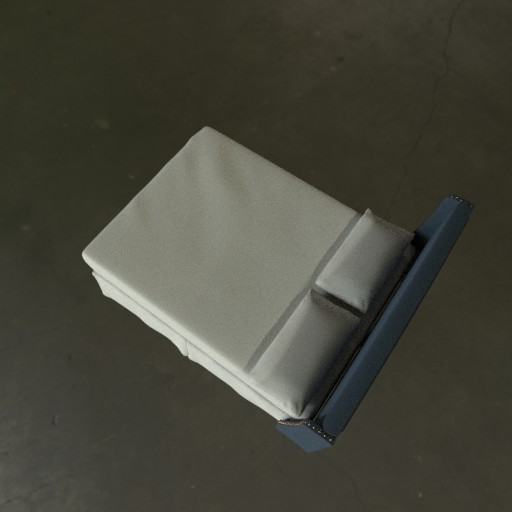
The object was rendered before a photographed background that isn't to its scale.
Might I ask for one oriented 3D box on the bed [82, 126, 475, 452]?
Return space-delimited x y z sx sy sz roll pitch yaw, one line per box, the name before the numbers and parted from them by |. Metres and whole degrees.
bed | 0.000 0.000 3.308 2.237 1.407 1.710 33 69 14
